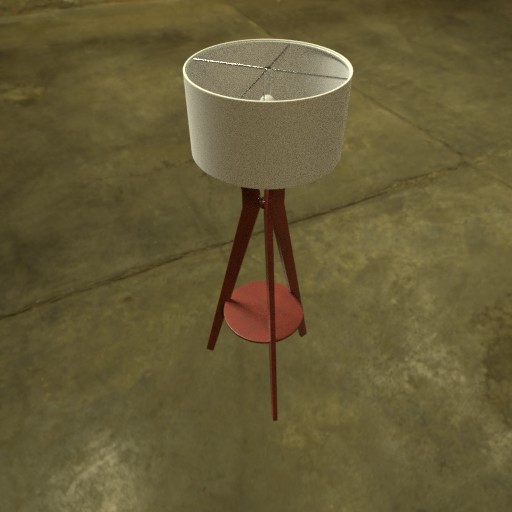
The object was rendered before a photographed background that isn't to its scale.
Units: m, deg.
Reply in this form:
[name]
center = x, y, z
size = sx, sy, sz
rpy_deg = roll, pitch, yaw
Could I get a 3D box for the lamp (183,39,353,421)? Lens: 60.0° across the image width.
[lamp]
center = 0.000, 0.000, 1.749
size = 0.542, 1.472, 0.539
rpy_deg = 14, 45, 14
